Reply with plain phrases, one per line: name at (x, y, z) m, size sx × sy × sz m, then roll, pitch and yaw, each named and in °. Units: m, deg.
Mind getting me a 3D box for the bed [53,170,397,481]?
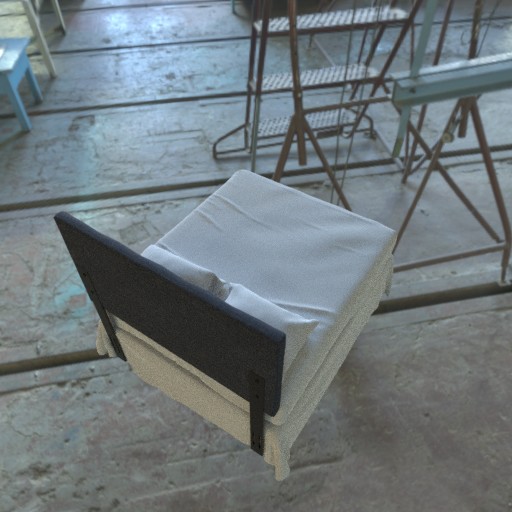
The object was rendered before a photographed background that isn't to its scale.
bed at (0.000, 0.000, 3.532) m, size 1.936 × 1.577 × 2.222 m, roll 26°, pitch 52°, yaw 22°
